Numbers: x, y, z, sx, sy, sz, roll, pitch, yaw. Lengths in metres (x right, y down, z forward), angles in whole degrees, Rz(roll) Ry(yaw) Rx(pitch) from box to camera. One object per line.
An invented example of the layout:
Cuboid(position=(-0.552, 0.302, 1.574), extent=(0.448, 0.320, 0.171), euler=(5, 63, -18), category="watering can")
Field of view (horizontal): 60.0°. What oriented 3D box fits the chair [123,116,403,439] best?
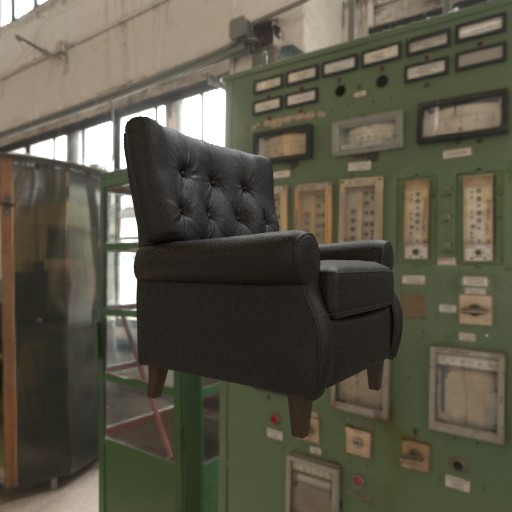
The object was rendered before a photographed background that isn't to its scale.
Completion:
Cuboid(position=(0.000, 0.000, 1.927), extent=(1.058, 1.158, 0.948), euler=(-1, -1, 36), category="chair")
